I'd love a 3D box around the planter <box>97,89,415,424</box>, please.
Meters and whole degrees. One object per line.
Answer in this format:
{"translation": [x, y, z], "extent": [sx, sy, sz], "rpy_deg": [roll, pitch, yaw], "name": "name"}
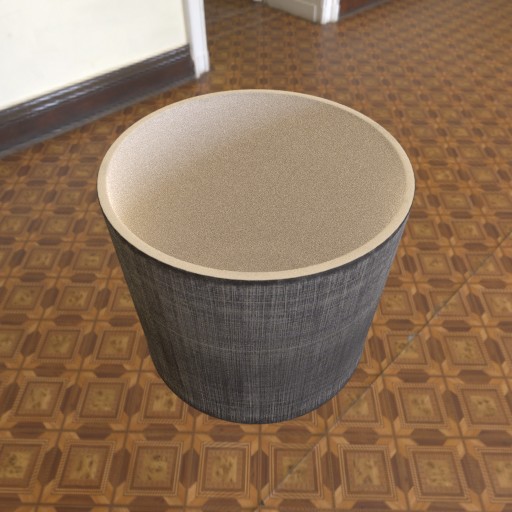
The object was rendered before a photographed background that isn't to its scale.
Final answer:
{"translation": [0.000, 0.000, 0.311], "extent": [0.178, 0.157, 0.178], "rpy_deg": [0, 47, 0], "name": "planter"}
